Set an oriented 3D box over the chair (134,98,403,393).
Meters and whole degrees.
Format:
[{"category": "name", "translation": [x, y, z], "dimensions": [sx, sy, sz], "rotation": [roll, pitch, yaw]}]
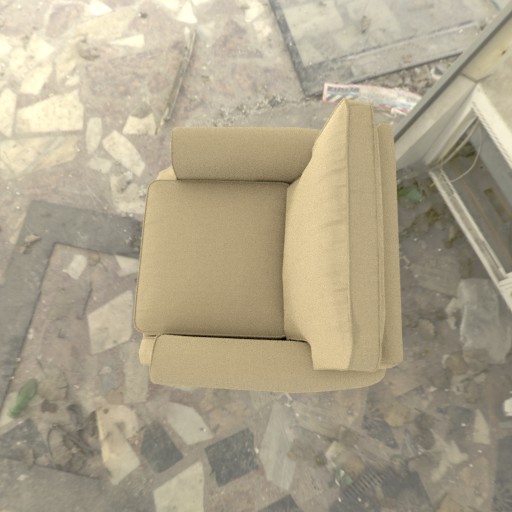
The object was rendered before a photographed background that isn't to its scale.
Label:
[{"category": "chair", "translation": [0.000, 0.000, 1.769], "dimensions": [0.966, 0.967, 1.029], "rotation": [2, 76, 1]}]
